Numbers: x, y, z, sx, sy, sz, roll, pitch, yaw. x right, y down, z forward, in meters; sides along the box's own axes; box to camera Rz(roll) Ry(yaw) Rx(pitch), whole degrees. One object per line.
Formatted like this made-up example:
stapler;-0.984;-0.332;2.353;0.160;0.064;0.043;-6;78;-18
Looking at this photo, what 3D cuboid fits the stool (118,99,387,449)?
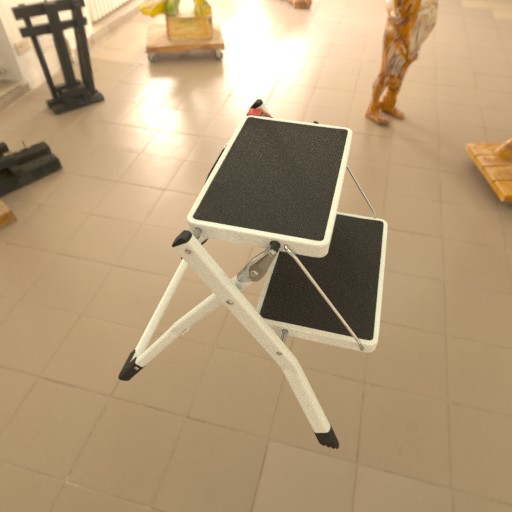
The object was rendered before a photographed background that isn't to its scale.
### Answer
stool;0.000;0.000;0.872;0.490;0.445;0.485;11;46;10
